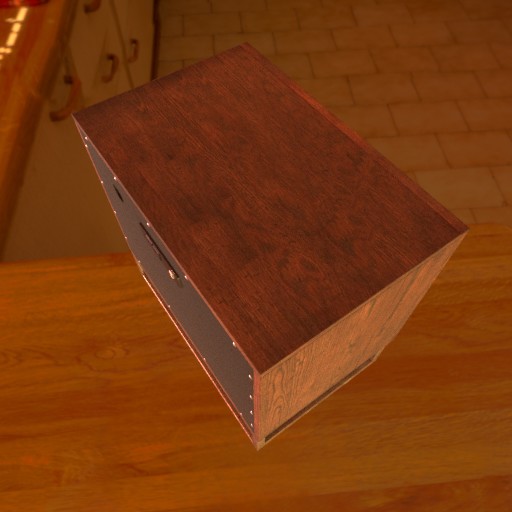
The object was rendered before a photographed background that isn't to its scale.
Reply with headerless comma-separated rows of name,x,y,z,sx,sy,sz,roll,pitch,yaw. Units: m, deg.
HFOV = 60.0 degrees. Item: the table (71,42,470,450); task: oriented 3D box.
table,0.000,0.000,1.271,0.542,0.746,0.767,-31,62,-18
